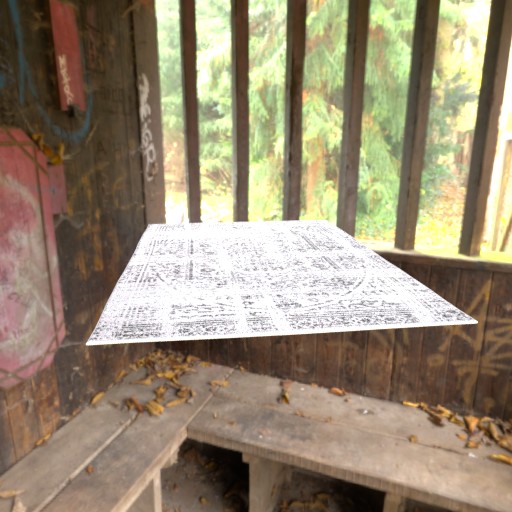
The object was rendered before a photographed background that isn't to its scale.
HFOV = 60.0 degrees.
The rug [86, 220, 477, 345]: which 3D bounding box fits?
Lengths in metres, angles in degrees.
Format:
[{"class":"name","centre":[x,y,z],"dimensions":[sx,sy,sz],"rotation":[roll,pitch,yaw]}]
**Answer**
[{"class":"rug","centre":[0.000,0.000,3.044],"dimensions":[1.706,0.026,2.438],"rotation":[-2,16,-7]}]
